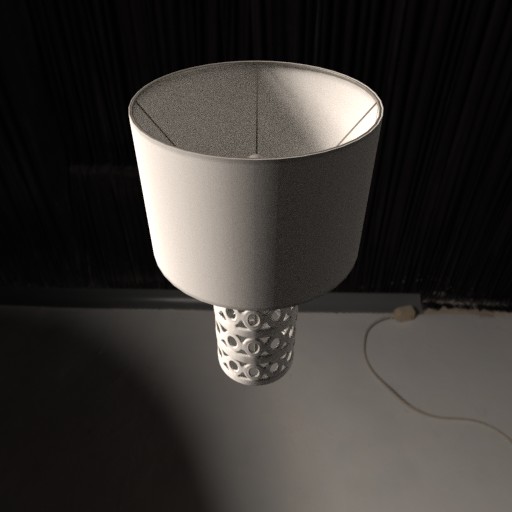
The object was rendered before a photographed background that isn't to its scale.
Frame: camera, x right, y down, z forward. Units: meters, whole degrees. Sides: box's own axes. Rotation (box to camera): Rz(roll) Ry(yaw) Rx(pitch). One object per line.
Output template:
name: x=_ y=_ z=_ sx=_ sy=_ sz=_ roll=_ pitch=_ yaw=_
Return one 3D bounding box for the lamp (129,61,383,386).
lamp: x=0.000 y=0.000 z=0.706 sx=0.310 sy=0.502 sz=0.310 roll=0 pitch=40 yaw=0
